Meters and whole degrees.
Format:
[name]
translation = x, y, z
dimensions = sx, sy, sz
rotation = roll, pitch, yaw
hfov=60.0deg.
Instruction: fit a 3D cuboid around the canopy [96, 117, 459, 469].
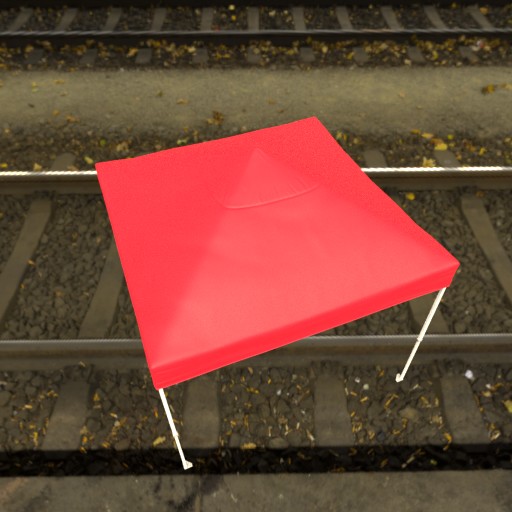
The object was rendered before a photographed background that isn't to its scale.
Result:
[canopy]
translation = 0.000, 0.000, 5.301
dimensions = 2.998, 2.997, 2.996
rotation = -16, 48, -15
